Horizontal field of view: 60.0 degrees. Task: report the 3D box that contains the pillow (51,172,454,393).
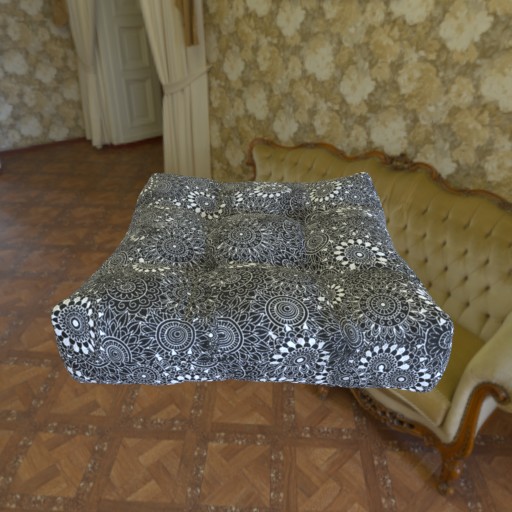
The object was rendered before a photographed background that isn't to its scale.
[{"bbox_3d":[0.000,0.000,0.708,0.468,0.128,0.490,1,30,1],"label":"pillow"}]
